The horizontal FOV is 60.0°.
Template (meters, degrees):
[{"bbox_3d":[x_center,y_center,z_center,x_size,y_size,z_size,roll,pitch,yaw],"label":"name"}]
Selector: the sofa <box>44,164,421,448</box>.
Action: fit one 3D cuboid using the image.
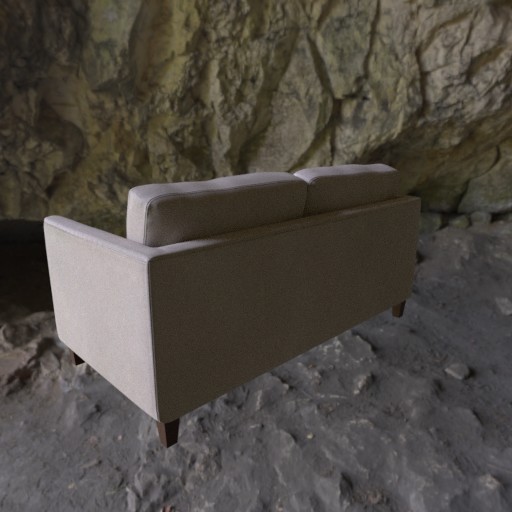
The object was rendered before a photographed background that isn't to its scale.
[{"bbox_3d":[0.000,0.000,2.367,1.846,0.940,0.950,-15,22,-42],"label":"sofa"}]
